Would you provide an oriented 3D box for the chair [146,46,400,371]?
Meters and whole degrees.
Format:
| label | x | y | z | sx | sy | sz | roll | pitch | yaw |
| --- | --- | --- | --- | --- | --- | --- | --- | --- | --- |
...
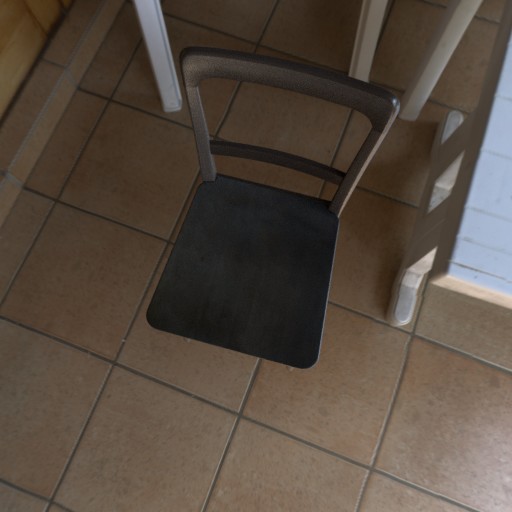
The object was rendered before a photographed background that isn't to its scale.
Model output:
| label | x | y | z | sx | sy | sz | roll | pitch | yaw |
| --- | --- | --- | --- | --- | --- | --- | --- | --- | --- |
| chair | 0.000 | 0.000 | 1.258 | 0.450 | 0.991 | 0.546 | 15 | 76 | 4 |
